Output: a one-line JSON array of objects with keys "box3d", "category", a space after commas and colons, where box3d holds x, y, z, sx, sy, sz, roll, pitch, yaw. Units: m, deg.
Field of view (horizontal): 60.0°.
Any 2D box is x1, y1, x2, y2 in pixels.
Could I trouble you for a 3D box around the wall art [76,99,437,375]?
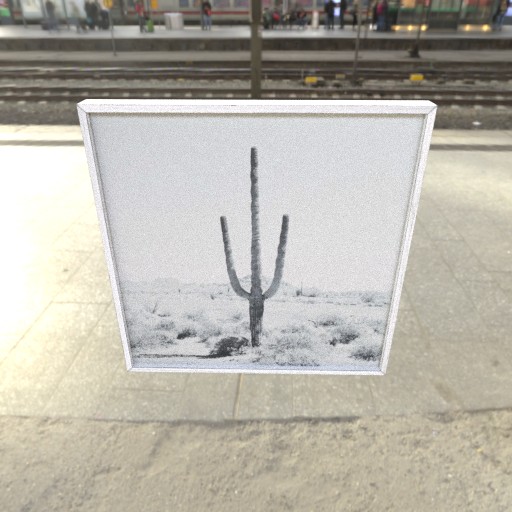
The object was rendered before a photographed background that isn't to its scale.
[{"box3d": [0.000, 0.000, 0.764, 0.508, 0.508, 0.038, 1, 29, 1], "category": "wall art"}]
